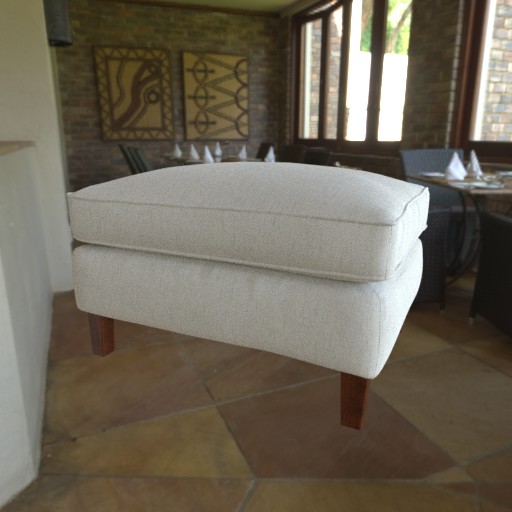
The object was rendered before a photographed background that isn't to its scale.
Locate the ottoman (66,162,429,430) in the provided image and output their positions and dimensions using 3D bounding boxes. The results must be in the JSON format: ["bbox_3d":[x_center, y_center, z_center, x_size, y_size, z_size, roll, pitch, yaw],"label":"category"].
[{"bbox_3d":[0.000,0.000,0.980,0.665,0.406,0.501,8,17,25],"label":"ottoman"}]
